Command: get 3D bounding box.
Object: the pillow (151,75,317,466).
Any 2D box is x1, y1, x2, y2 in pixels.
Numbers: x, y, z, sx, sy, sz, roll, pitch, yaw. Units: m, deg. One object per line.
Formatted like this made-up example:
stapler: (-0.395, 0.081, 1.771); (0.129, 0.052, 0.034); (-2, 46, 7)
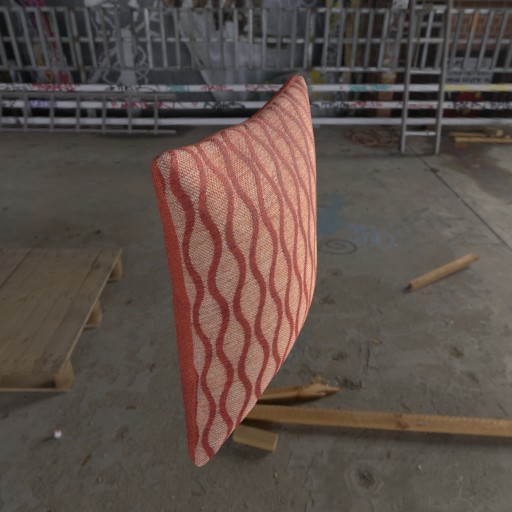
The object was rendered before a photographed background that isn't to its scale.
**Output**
pillow: (0.000, 0.000, 0.645); (0.159, 0.434, 0.429); (10, 33, 17)
